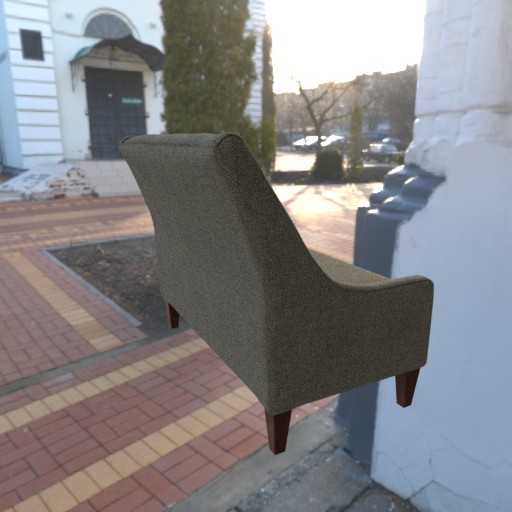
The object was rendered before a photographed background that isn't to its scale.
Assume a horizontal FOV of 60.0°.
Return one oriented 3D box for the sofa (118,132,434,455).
[{"bbox_3d":[0.000,0.000,1.925,0.870,1.021,1.242,-8,16,-27],"label":"sofa"}]
